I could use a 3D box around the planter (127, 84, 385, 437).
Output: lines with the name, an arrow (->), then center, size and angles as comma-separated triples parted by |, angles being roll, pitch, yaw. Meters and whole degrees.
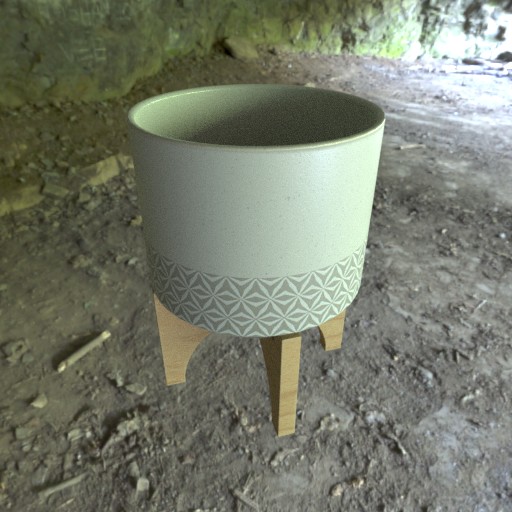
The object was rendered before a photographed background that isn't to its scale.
planter -> 0.000, 0.000, 0.399 | 0.188, 0.260, 0.188 | 0, 32, 0
